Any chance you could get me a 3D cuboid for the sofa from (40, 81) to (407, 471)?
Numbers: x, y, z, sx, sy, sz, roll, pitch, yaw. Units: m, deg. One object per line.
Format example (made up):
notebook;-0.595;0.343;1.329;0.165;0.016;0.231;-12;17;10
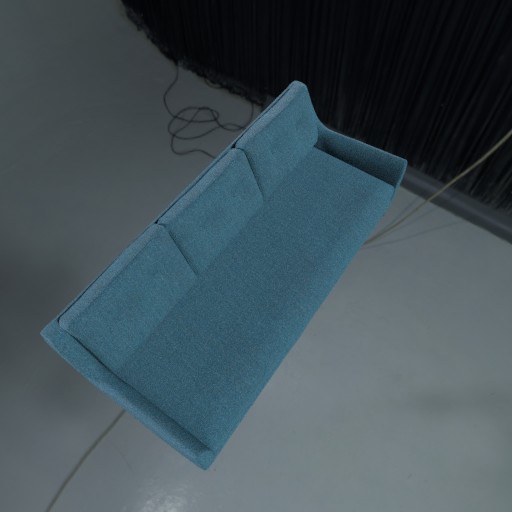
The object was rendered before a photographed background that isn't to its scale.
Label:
sofa;0.000;0.000;2.480;0.849;0.837;2.060;31;64;17
